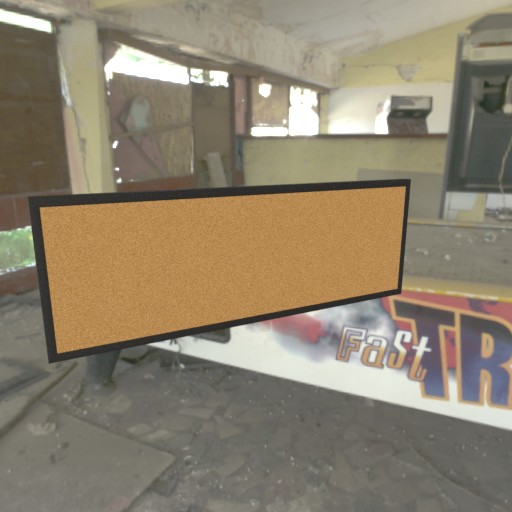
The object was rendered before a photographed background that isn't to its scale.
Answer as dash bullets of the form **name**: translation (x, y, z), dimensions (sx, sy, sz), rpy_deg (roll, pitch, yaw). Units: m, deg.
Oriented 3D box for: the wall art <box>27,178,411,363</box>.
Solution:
- **wall art**: translation (0.000, 0.000, 1.773), dimensions (1.572, 0.554, 0.041), rpy_deg (-7, 16, -26)
